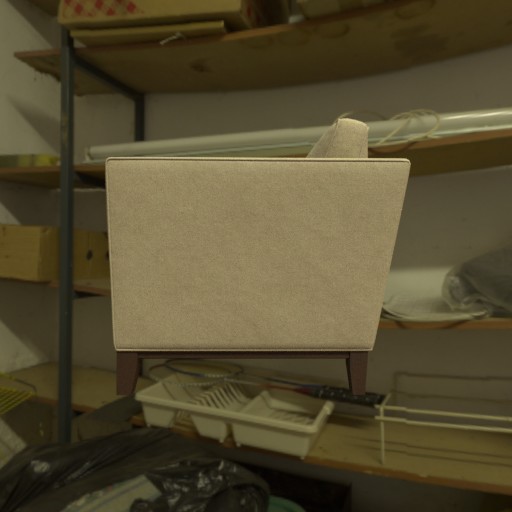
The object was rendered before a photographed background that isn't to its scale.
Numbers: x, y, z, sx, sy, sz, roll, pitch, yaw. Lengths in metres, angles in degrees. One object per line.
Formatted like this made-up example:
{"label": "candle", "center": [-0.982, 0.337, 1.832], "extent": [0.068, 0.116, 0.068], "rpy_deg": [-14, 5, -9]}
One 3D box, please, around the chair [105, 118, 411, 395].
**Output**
{"label": "chair", "center": [0.000, 0.000, 2.069], "extent": [0.965, 0.940, 1.397], "rpy_deg": [0, -1, 0]}
